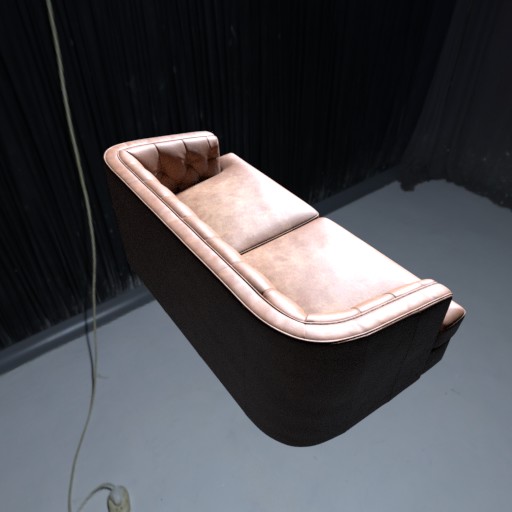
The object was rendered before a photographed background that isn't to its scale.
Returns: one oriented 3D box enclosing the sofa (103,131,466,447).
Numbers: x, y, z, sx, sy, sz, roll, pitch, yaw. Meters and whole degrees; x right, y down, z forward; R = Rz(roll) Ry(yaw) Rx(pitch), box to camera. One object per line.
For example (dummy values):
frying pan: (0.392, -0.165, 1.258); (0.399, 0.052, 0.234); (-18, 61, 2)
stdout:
sofa: (0.000, 0.000, 2.210); (0.914, 0.786, 1.755); (-25, 46, -27)
